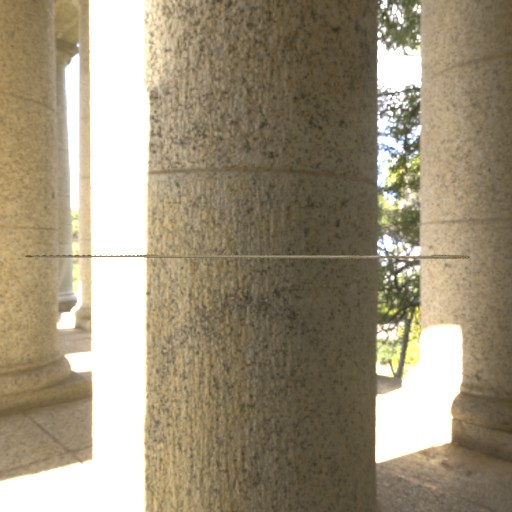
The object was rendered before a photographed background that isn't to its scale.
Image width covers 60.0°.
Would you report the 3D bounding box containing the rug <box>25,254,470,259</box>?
[{"bbox_3d":[0.000,0.000,2.301,1.875,0.013,1.162,0,0,17],"label":"rug"}]
